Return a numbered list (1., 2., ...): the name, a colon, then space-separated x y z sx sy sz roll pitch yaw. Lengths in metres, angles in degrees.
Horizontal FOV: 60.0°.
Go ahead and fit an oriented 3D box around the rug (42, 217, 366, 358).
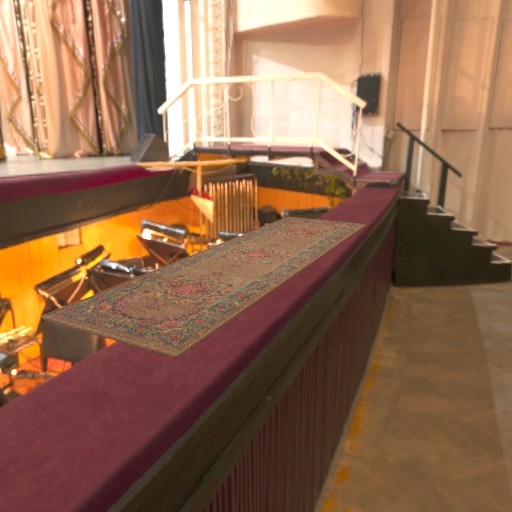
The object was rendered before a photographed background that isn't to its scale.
1. rug: 0.000 0.000 2.534 0.659 0.019 2.297 8 18 27
